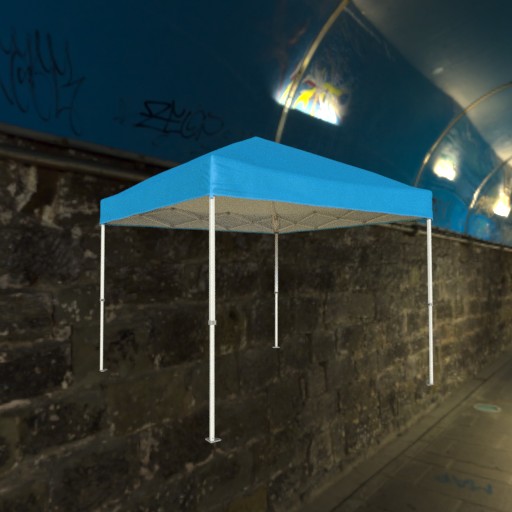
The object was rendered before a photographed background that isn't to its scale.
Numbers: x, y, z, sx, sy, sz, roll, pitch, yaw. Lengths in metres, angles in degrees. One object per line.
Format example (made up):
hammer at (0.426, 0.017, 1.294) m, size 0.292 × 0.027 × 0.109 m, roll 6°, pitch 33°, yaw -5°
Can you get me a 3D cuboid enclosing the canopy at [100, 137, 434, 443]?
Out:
canopy at (0.000, 0.000, 5.531) m, size 2.998 × 2.997 × 2.996 m, roll 1°, pitch -2°, yaw -35°
